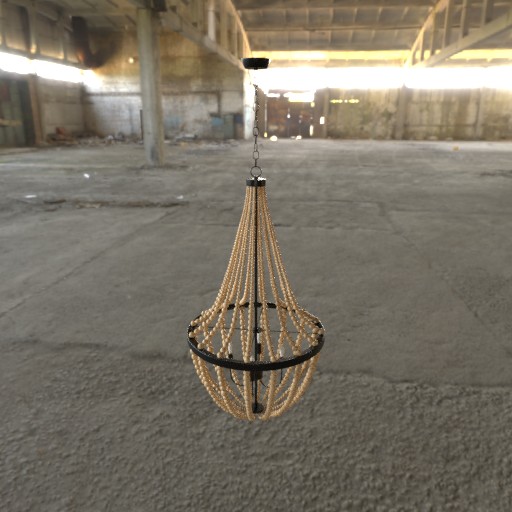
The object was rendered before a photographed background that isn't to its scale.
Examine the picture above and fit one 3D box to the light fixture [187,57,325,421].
[{"bbox_3d":[0.000,0.000,1.387,0.450,1.133,0.450,0,17,0],"label":"light fixture"}]
